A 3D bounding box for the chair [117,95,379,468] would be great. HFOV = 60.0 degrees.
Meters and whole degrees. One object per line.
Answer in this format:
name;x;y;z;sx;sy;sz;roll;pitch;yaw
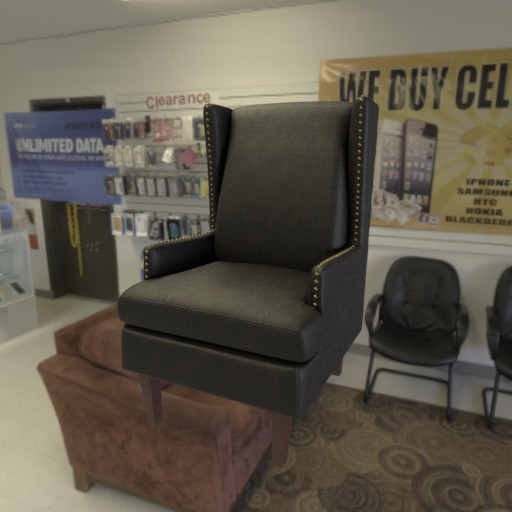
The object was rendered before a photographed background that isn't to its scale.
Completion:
chair;0.000;0.000;1.653;0.703;1.142;0.799;7;16;26
